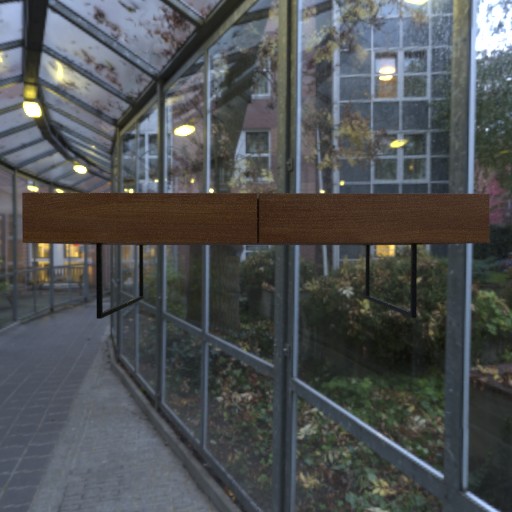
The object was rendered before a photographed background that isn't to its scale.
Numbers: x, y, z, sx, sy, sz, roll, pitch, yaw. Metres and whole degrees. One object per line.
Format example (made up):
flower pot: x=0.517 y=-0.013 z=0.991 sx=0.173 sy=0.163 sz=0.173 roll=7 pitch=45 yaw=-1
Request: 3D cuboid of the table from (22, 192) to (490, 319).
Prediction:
table: x=0.000 y=0.000 z=1.439 sx=1.194 sy=0.330 sz=0.610 roll=0 pitch=1 yaw=-1
